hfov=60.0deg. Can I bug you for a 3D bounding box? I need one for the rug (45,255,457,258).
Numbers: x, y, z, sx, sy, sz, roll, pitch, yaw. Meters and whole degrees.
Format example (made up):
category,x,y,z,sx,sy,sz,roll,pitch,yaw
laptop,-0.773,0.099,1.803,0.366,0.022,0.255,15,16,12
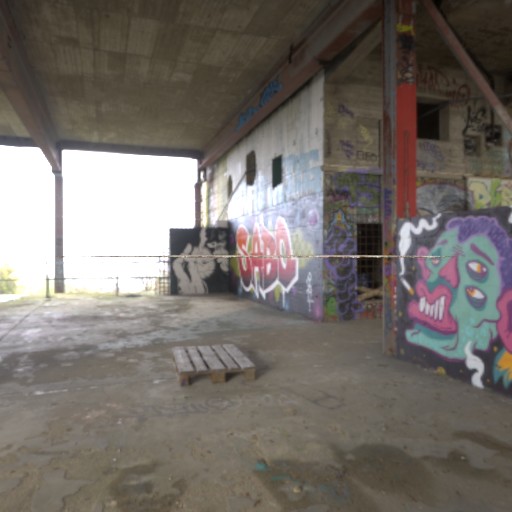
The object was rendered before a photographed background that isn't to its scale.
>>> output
category,x,y,z,sx,sy,sz,roll,pitch,yaw
rug,0.000,0.000,4.037,2.438,0.010,3.048,0,0,1
